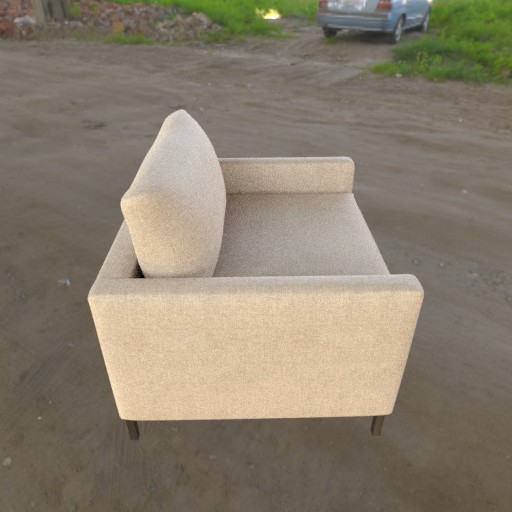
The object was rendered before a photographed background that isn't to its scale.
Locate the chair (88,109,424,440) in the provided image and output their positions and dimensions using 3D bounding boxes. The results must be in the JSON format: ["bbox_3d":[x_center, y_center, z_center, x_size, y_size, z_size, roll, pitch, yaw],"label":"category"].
[{"bbox_3d":[0.000,0.000,1.589,0.866,0.861,0.963,-1,33,-1],"label":"chair"}]
